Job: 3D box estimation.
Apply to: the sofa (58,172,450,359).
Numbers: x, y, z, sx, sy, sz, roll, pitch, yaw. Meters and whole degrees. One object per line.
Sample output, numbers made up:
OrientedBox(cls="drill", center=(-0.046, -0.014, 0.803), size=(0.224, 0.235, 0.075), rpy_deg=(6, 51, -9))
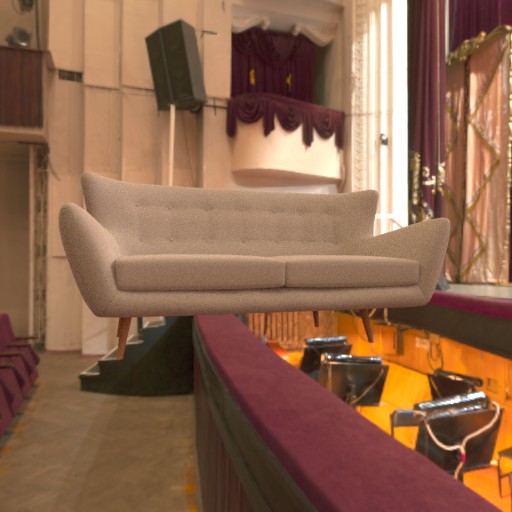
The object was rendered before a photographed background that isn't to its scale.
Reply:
OrientedBox(cls="sofa", center=(0.000, 0.000, 2.436), size=(1.930, 0.890, 0.899), rpy_deg=(0, -1, -19))
